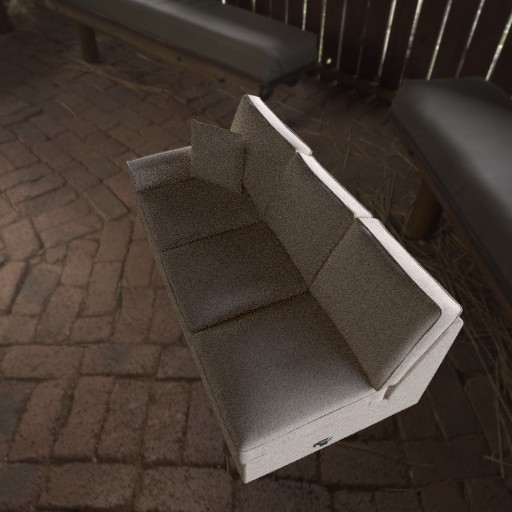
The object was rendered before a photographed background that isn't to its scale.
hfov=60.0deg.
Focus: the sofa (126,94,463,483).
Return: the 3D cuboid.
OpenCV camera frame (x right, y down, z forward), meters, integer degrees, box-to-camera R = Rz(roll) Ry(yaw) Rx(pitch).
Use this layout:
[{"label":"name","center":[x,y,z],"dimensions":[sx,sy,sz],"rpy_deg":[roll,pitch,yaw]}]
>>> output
[{"label":"sofa","center":[0.000,0.000,2.495],"dimensions":[1.034,0.946,1.962],"rpy_deg":[-18,48,-16]}]
